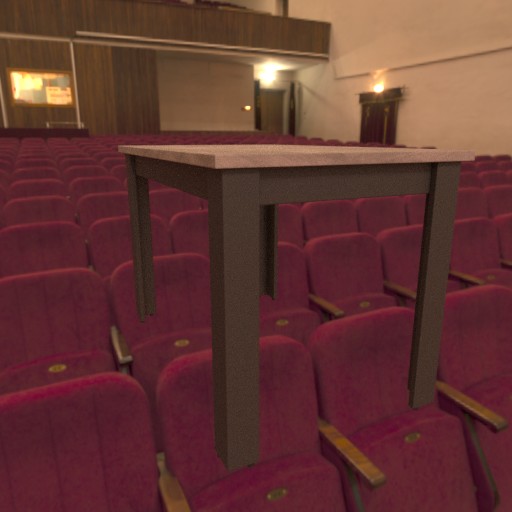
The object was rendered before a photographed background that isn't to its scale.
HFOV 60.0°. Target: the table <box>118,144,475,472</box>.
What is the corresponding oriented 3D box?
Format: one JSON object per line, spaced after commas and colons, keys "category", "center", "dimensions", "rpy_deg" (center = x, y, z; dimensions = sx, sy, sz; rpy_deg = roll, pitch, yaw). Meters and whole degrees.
{"category": "table", "center": [0.000, 0.000, 1.542], "dimensions": [0.700, 0.734, 1.100], "rpy_deg": [-7, 16, -25]}
